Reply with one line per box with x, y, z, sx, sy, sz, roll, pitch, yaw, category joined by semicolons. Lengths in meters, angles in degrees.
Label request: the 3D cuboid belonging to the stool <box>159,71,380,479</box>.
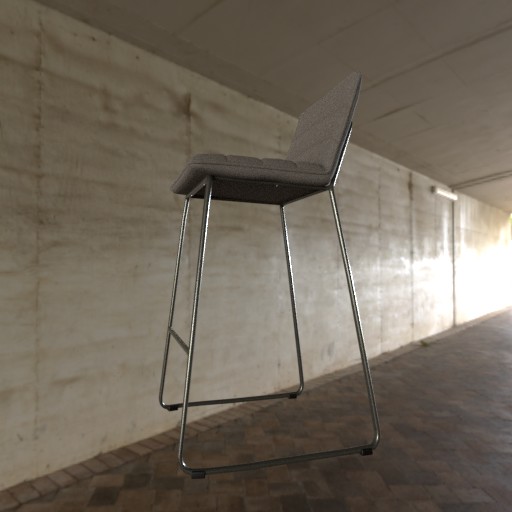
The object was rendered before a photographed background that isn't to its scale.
0.000;0.000;1.239;0.490;0.960;0.490;0;-1;-18;stool
